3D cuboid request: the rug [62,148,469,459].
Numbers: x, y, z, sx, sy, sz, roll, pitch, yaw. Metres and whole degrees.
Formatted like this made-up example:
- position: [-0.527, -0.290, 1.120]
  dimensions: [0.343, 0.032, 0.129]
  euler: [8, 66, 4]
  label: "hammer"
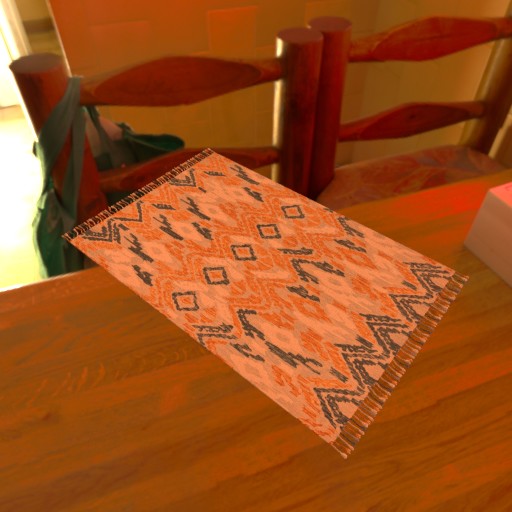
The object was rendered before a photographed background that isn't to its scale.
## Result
- position: [0.000, 0.000, 3.082]
  dimensions: [2.428, 0.010, 1.533]
  euler: [31, 53, 27]
  label: "rug"
